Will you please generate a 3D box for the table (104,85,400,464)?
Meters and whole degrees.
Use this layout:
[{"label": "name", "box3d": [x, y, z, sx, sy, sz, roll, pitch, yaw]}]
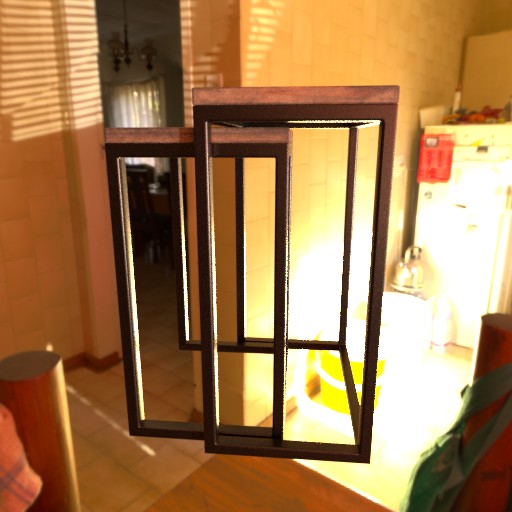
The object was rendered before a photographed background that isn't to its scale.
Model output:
[{"label": "table", "box3d": [0.000, 0.000, 0.924, 0.460, 0.615, 0.456, 2, 15, 8]}]
